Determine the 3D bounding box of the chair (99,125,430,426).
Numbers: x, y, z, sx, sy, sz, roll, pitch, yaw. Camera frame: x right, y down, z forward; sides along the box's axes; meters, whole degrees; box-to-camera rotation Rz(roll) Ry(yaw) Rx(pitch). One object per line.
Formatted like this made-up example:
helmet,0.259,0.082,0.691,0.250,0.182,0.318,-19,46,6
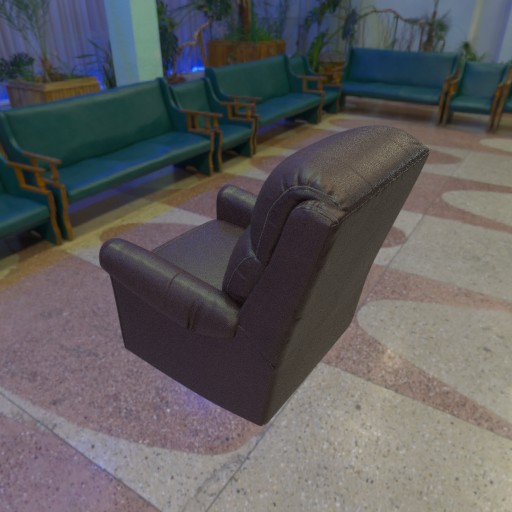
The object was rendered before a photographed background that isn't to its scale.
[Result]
chair,0.000,0.000,1.792,1.014,1.054,0.838,20,36,30
